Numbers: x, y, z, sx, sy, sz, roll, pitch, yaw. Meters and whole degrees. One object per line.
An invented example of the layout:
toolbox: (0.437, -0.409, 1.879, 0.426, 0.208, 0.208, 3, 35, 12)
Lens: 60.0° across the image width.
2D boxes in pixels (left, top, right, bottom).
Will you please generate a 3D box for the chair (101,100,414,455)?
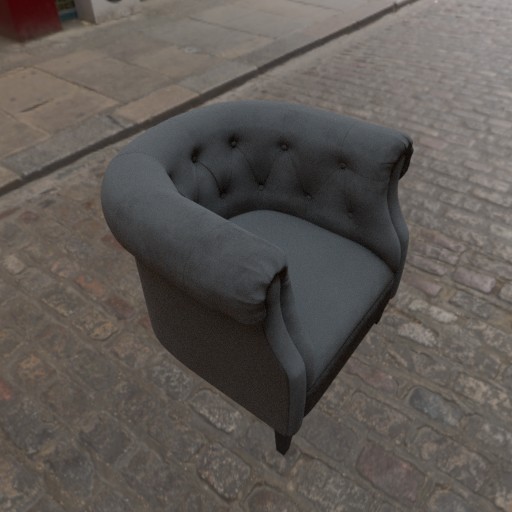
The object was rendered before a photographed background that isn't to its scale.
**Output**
chair: (0.000, 0.000, 1.566, 0.851, 0.826, 0.904, 27, 48, 27)
